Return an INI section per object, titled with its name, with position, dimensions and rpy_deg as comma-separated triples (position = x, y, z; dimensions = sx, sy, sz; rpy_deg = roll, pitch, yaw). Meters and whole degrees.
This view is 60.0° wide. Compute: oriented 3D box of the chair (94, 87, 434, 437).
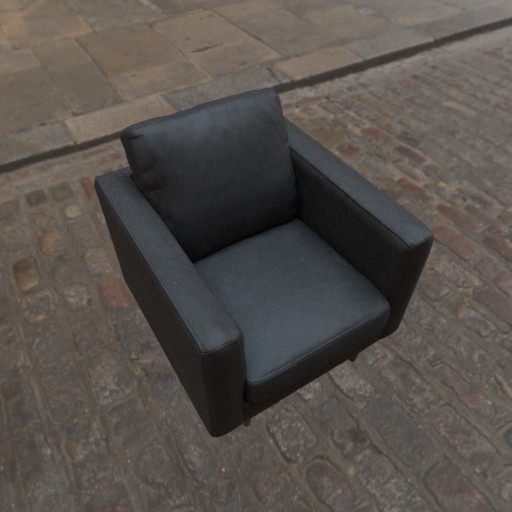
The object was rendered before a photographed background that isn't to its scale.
[chair]
position = 0.000, 0.000, 1.613
dimensions = 0.831, 0.898, 0.879
rpy_deg = -24, 51, -22
